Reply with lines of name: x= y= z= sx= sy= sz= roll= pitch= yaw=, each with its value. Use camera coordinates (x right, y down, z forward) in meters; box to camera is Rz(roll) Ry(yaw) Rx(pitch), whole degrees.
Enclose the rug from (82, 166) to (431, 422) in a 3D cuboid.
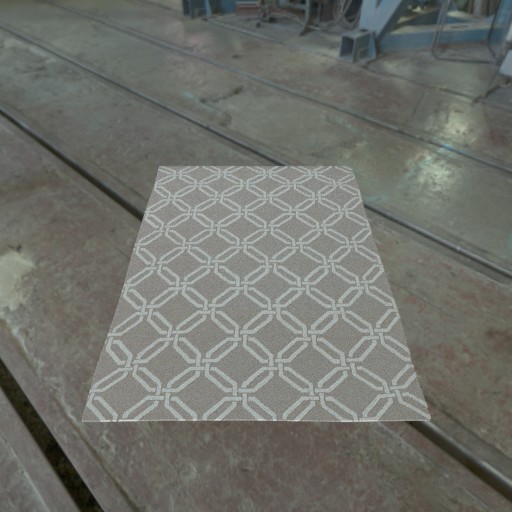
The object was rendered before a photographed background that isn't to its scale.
rug: x=0.000 y=0.000 z=2.698 sx=1.524 sy=0.013 sz=2.135 roll=0 pitch=42 yaw=0
